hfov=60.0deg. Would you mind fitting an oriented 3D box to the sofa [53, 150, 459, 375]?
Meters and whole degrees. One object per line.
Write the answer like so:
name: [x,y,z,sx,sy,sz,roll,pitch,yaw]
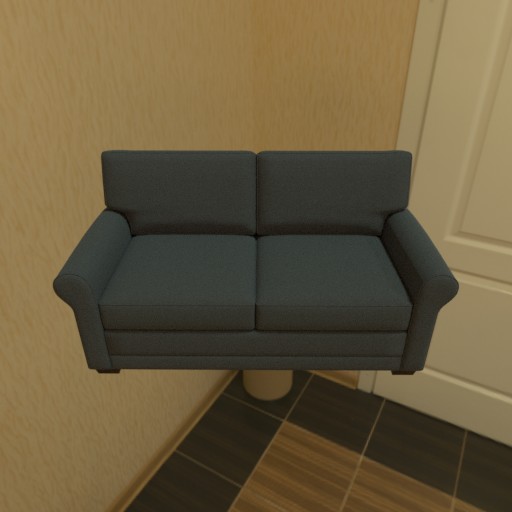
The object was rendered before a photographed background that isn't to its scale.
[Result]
sofa: [0.000,0.000,2.527,1.930,1.020,0.940,0,31,0]
